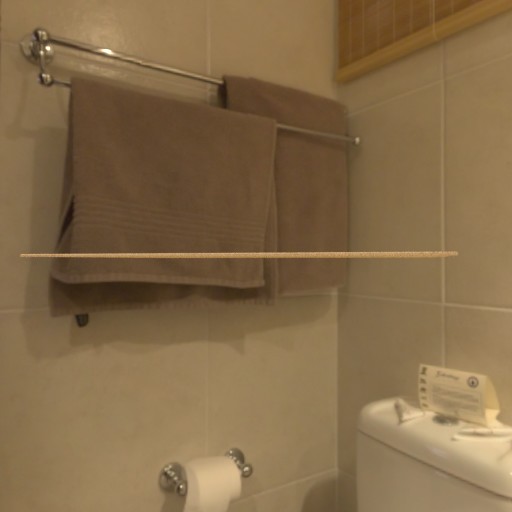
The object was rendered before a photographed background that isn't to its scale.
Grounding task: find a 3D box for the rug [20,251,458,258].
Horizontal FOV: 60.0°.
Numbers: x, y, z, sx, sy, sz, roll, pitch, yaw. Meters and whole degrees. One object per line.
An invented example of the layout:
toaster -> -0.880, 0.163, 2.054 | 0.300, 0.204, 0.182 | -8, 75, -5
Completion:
rug -> 0.000, 0.000, 2.723 | 2.144, 0.013, 1.509 | 0, -1, 20
